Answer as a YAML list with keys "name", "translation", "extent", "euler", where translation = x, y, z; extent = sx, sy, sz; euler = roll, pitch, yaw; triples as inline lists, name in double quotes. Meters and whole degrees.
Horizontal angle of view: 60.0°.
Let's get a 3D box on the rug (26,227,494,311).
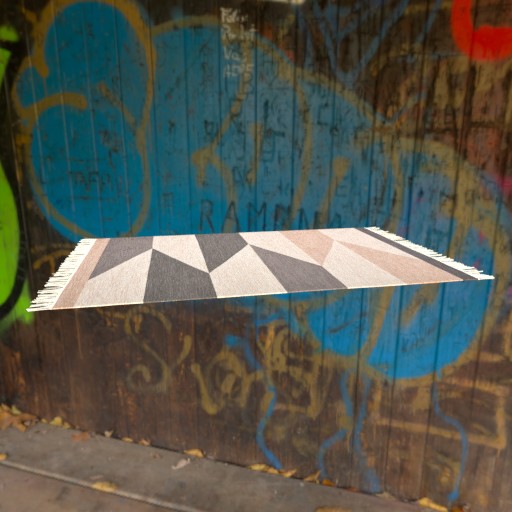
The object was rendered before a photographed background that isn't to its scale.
- name: "rug"
  translation: [0.000, 0.000, 2.422]
  extent: [2.021, 0.027, 1.224]
  euler: [-3, 15, -11]
